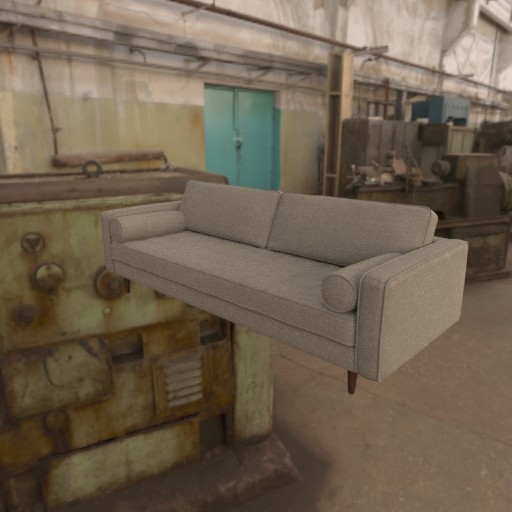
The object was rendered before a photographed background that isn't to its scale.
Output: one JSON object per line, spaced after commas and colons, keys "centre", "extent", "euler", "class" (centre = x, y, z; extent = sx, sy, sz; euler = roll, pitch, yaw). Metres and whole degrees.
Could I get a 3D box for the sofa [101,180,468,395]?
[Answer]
{"centre": [0.000, 0.000, 2.731], "extent": [2.211, 0.762, 0.914], "euler": [14, 21, 42], "class": "sofa"}
